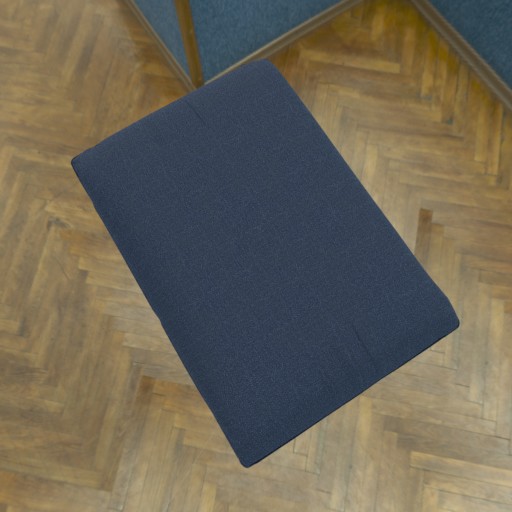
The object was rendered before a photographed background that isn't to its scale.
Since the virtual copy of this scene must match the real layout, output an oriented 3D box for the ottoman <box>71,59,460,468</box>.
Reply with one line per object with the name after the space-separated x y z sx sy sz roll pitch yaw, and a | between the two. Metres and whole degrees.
0.000 0.000 1.100 0.558 0.486 0.767 -31 78 -7 | ottoman
